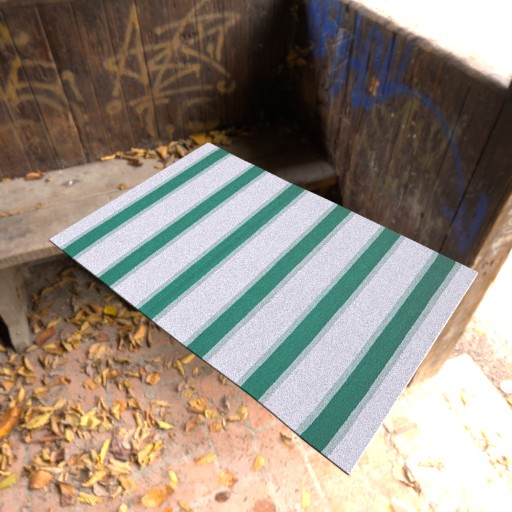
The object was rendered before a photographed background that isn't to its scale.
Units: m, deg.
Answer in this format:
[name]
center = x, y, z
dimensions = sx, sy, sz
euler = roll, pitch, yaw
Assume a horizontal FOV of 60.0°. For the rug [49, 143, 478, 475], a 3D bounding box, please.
[rug]
center = 0.000, 0.000, 2.252
dimensions = 1.829, 0.012, 1.210
euler = 31, 54, 26
